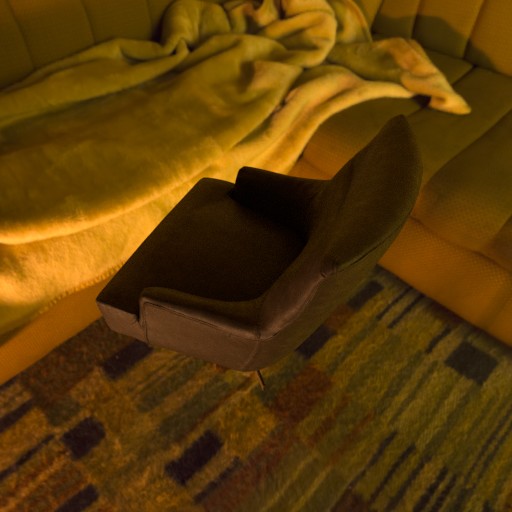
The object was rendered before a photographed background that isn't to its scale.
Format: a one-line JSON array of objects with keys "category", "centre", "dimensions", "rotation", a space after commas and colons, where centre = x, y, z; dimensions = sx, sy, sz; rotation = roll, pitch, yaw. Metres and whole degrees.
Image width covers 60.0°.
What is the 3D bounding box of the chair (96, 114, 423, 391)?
[{"category": "chair", "centre": [0.000, 0.000, 1.508], "dimensions": [0.874, 0.870, 0.738], "rotation": [18, 49, 16]}]
